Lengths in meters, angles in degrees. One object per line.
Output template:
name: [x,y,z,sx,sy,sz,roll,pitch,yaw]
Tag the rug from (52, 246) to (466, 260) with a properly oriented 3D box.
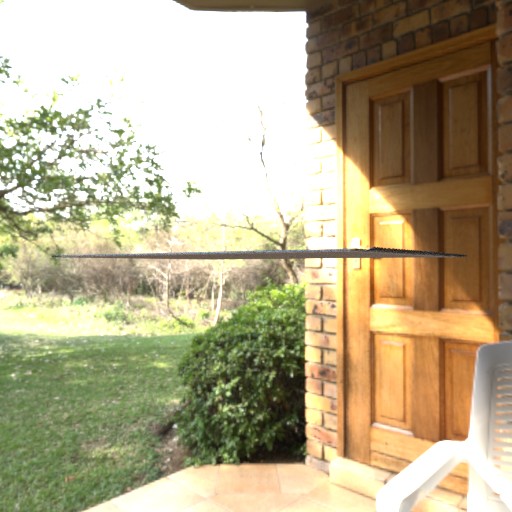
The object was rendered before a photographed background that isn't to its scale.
rug: [0.000,0.000,3.001,2.312,0.017,1.613,-1,-1,37]
